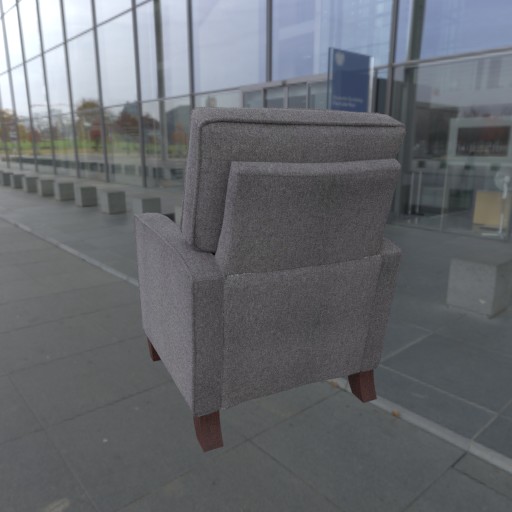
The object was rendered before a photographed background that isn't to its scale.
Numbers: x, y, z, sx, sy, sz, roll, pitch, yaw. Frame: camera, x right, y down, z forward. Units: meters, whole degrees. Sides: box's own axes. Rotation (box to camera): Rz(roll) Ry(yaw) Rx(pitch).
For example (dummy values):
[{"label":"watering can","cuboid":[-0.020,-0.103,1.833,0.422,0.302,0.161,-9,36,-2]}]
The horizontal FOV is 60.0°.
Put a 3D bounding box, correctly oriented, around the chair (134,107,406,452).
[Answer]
[{"label":"chair","cuboid":[0.000,0.000,1.449,0.650,0.889,0.775,-7,16,-25]}]
